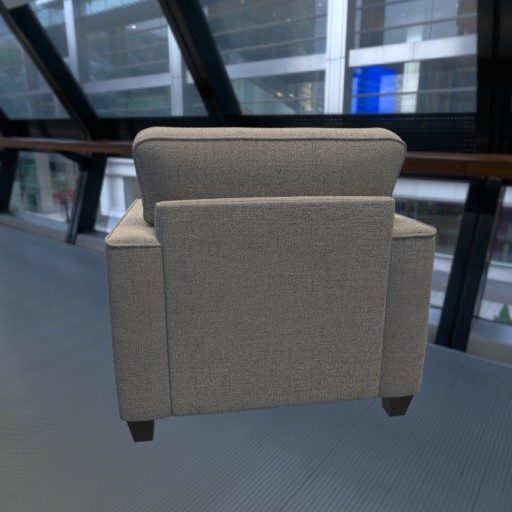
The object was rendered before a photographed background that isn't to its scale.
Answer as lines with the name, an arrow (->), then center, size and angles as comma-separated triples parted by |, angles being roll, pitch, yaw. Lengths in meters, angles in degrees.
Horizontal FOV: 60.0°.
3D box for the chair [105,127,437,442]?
chair -> 0.000, 0.000, 1.758 | 1.015, 0.965, 0.939 | -2, 15, -9
